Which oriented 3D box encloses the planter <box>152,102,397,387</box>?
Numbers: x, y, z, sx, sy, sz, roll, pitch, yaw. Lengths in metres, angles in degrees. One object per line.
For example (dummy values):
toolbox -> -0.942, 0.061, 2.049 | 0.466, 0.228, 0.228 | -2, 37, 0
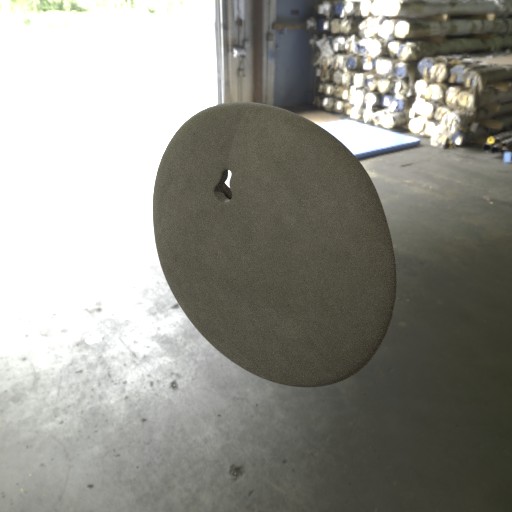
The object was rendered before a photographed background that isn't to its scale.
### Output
planter -> 0.000, 0.000, 0.284 | 0.185, 0.188, 0.071 | 22, 36, 33
